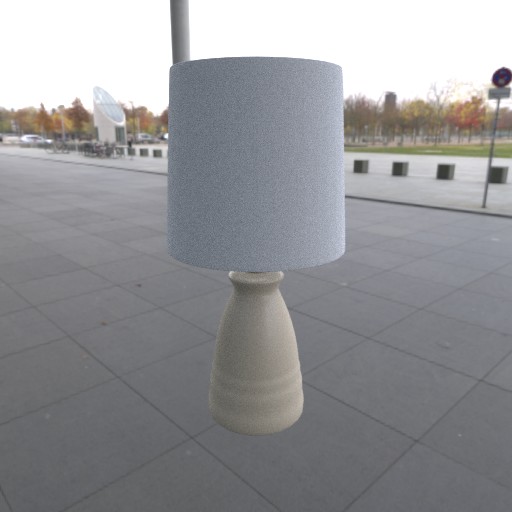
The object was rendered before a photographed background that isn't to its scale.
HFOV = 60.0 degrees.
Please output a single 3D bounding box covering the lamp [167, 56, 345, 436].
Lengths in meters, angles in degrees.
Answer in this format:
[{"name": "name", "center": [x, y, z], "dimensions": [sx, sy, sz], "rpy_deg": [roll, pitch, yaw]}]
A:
[{"name": "lamp", "center": [0.000, 0.000, 0.474], "dimensions": [0.186, 0.369, 0.186], "rpy_deg": [0, 15, 0]}]
